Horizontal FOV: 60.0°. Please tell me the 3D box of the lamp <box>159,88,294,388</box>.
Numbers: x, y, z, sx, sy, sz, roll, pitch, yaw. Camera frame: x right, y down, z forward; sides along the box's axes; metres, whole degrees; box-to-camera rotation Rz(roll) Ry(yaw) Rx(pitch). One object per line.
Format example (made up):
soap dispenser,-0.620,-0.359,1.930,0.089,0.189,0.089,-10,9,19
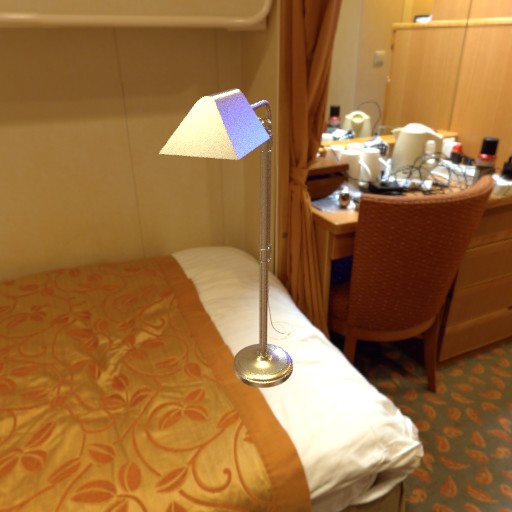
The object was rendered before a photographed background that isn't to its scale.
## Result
lamp,0.000,0.000,0.968,0.159,0.708,0.546,8,27,16
